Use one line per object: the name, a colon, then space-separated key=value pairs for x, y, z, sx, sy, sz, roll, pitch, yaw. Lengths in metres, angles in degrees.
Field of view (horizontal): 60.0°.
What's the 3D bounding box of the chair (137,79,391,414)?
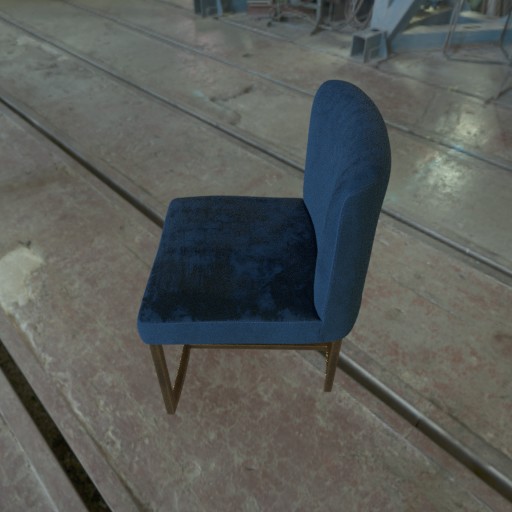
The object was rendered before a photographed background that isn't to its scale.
chair: x=0.000 y=0.000 z=1.217 sx=0.560 sy=0.824 sz=0.530 roll=1 pitch=42 yaw=1
